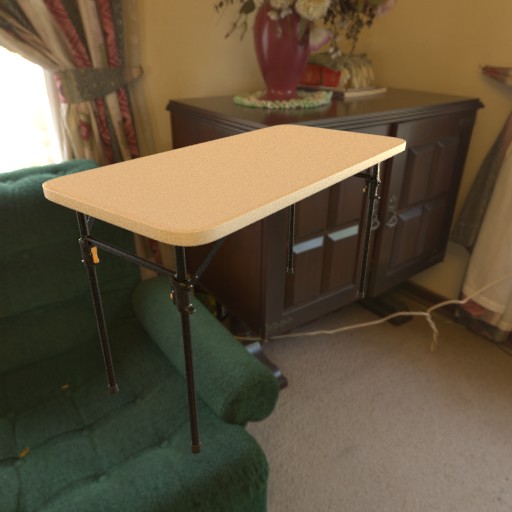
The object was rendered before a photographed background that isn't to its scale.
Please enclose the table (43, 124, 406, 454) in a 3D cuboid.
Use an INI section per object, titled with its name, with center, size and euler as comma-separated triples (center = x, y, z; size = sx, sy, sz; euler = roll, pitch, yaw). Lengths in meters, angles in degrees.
[table]
center = 0.000, 0.000, 1.630
size = 0.610, 0.729, 1.219
euler = 19, 32, 33
